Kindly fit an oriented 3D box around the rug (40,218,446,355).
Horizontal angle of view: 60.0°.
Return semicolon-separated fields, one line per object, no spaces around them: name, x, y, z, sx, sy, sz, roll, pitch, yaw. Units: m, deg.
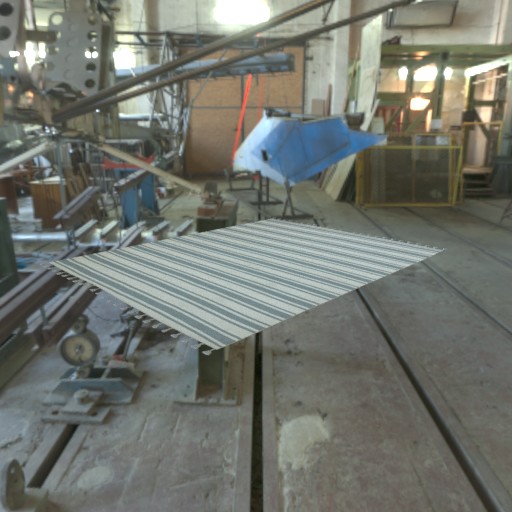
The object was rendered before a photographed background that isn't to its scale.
rug;0.000;0.000;4.315;3.201;0.005;2.439;-15;22;-43
